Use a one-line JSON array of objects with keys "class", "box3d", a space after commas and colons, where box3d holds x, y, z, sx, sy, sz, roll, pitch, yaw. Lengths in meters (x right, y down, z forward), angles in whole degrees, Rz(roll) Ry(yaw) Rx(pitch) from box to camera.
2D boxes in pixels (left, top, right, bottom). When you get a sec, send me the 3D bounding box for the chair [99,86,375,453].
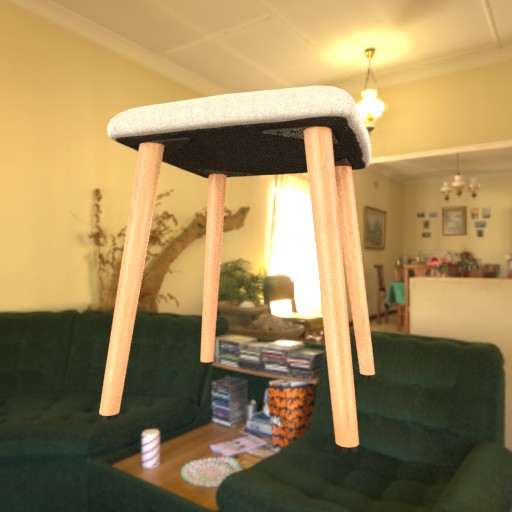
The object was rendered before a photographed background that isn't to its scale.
[{"class": "chair", "box3d": [0.000, 0.000, 0.705, 0.350, 0.440, 0.350, 0, 0, 18]}]
